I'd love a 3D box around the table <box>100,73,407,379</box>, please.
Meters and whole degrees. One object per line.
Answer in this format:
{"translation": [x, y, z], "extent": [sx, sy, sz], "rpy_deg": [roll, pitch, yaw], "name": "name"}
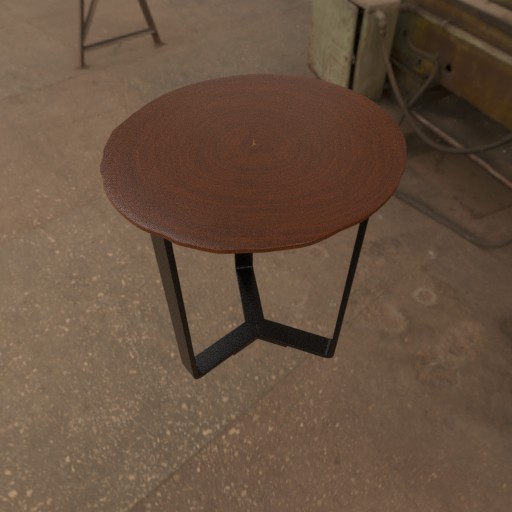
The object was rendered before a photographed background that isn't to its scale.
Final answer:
{"translation": [0.000, 0.000, 0.755], "extent": [0.410, 0.450, 0.380], "rpy_deg": [-32, 55, -26], "name": "table"}
